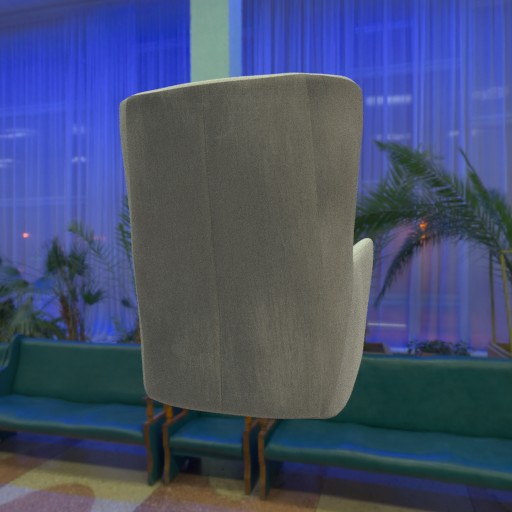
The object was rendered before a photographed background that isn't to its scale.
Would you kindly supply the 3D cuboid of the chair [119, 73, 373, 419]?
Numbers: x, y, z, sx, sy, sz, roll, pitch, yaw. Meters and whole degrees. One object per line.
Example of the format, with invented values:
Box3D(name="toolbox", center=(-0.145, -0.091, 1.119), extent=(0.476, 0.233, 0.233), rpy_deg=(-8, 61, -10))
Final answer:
Box3D(name="chair", center=(0.000, 0.000, 1.598), extent=(0.779, 1.000, 0.904), rpy_deg=(0, 0, 18))
